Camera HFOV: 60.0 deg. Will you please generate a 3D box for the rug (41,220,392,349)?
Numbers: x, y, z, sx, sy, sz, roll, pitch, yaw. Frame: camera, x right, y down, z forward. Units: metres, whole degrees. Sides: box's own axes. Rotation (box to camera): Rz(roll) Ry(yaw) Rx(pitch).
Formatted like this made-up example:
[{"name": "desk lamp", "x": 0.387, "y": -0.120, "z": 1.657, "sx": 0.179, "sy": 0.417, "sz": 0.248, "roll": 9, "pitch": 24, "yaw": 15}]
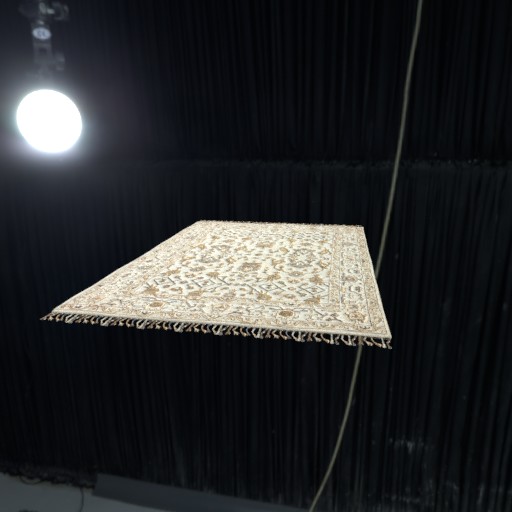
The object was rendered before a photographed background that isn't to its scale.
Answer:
[{"name": "rug", "x": 0.000, "y": 0.000, "z": 2.987, "sx": 1.529, "sy": 0.027, "sz": 2.434, "roll": 3, "pitch": 15, "yaw": 10}]
